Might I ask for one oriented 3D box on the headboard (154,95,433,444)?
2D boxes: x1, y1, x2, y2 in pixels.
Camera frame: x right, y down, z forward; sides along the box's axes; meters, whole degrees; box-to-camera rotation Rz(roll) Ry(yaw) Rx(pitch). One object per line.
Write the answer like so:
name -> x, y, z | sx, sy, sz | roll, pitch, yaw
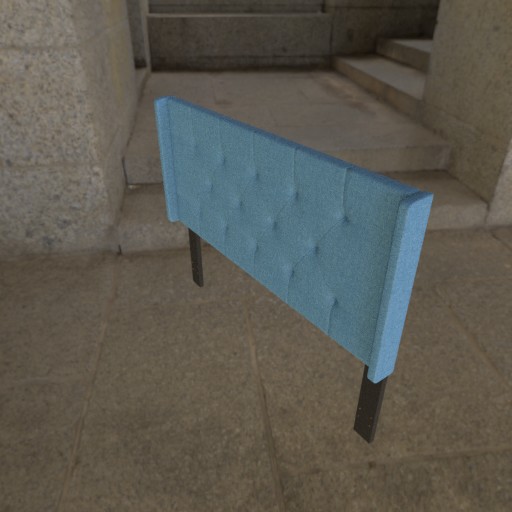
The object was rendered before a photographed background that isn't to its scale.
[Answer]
headboard -> 0.000, 0.000, 2.699 | 0.184, 1.524, 2.051 | -21, 38, -30
